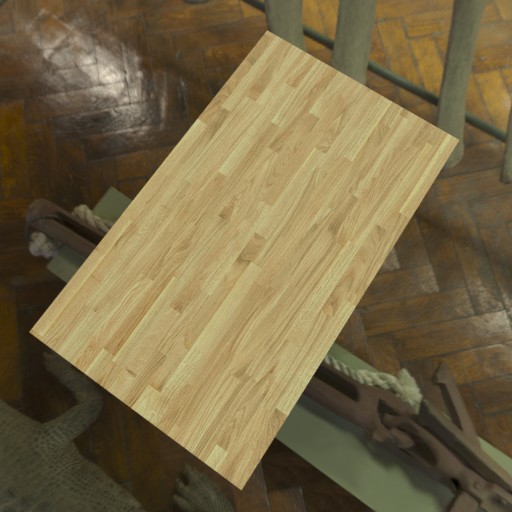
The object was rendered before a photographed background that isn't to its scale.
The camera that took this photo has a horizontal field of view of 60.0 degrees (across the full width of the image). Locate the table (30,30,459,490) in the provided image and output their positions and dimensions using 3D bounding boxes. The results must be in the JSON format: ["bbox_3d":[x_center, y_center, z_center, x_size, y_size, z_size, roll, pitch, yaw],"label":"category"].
[{"bbox_3d":[0.000,0.000,2.010,0.900,0.770,1.500,33,78,8],"label":"table"}]
